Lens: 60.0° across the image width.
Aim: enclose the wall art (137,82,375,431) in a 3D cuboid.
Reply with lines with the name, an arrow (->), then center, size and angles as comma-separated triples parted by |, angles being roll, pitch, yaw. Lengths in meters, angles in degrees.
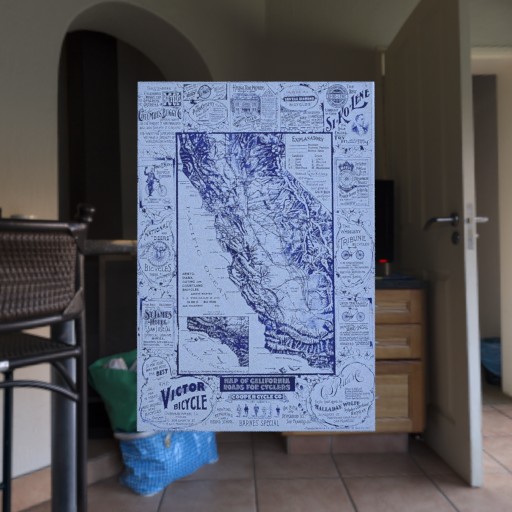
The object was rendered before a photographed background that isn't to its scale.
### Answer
wall art -> 0.000, 0.000, 0.973 | 0.511, 0.753, 0.039 | 0, -1, 0
